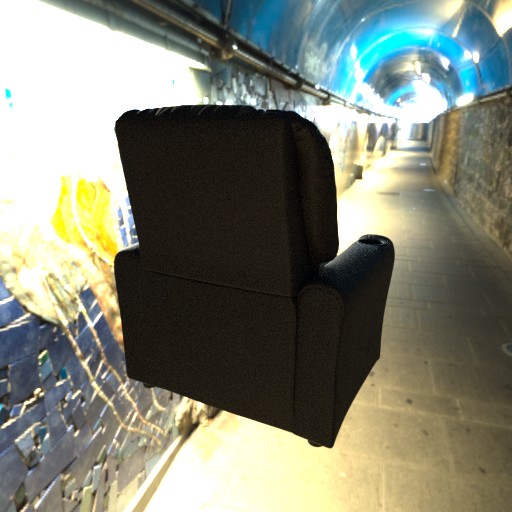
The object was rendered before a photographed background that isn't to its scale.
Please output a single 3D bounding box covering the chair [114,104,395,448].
[{"bbox_3d":[0.000,0.000,1.122,0.610,0.709,0.521,9,18,27],"label":"chair"}]
